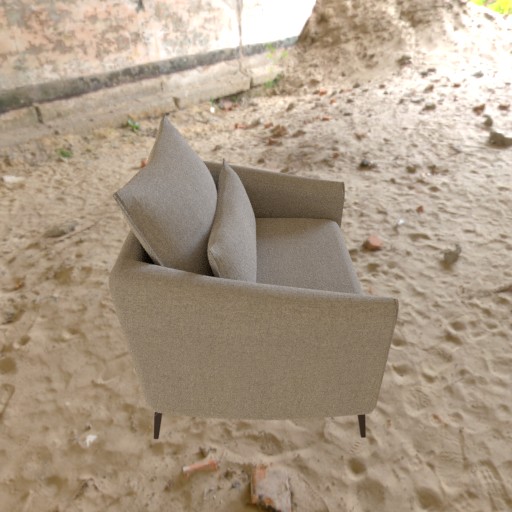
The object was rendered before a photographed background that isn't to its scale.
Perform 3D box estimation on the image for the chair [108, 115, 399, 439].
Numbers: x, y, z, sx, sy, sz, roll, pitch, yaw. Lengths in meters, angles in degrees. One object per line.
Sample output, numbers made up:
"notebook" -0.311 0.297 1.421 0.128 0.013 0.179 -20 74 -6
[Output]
"chair" 0.000 0.000 1.661 0.801 0.856 1.029 0 32 0
